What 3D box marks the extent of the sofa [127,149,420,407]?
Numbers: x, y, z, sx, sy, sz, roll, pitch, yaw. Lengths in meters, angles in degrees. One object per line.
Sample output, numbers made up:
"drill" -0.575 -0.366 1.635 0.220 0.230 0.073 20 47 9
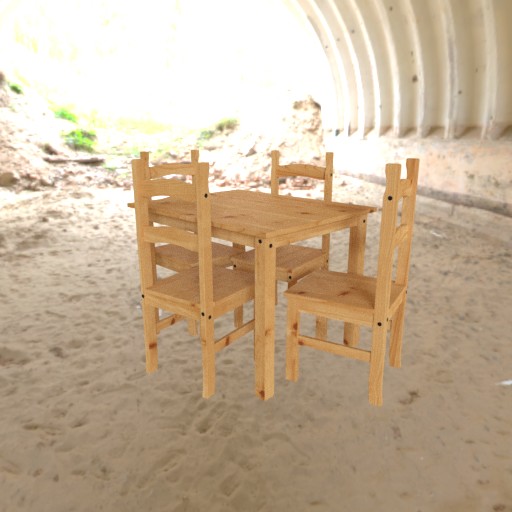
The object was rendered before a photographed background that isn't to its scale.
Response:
"sofa" 0.000 0.000 2.259 1.529 1.000 1.144 15 22 42
